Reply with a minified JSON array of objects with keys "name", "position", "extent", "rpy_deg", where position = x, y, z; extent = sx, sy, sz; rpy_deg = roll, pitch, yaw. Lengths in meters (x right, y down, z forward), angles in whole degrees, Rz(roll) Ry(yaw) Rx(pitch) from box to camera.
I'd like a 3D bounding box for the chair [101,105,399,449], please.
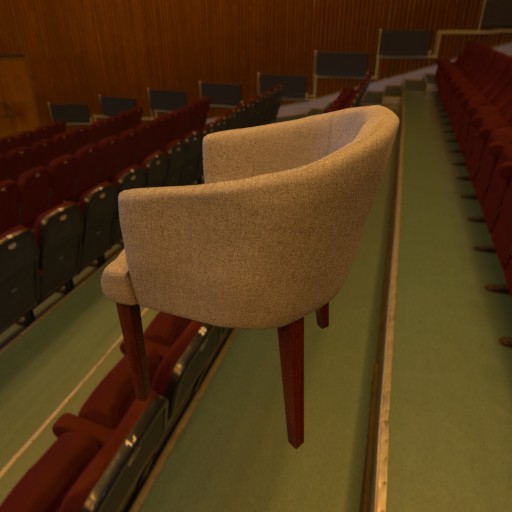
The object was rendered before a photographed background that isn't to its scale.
[{"name":"chair","position":[0.000,0.000,1.242],"extent":[0.655,0.811,0.583],"rpy_deg":[8,30,14]}]
